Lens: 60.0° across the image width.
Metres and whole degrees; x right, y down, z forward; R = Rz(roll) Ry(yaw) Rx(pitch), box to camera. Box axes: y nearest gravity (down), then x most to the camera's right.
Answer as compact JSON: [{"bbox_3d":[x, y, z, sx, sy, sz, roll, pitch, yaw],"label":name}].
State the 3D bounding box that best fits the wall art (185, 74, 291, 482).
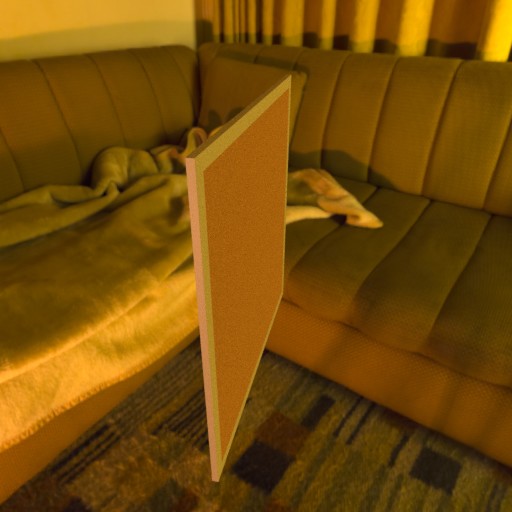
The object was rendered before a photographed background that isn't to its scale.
[{"bbox_3d":[0.000,0.000,0.682,0.009,0.457,0.456,7,32,12],"label":"wall art"}]
